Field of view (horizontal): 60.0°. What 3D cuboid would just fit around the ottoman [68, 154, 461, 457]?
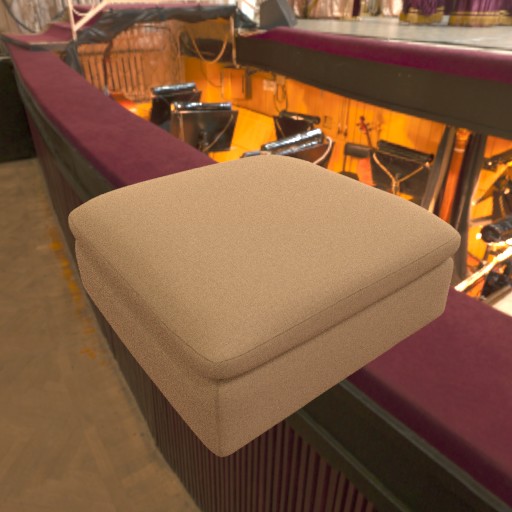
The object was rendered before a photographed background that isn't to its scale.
[{"bbox_3d":[0.000,0.000,1.540,0.996,0.467,0.977,-21,37,-32],"label":"ottoman"}]
